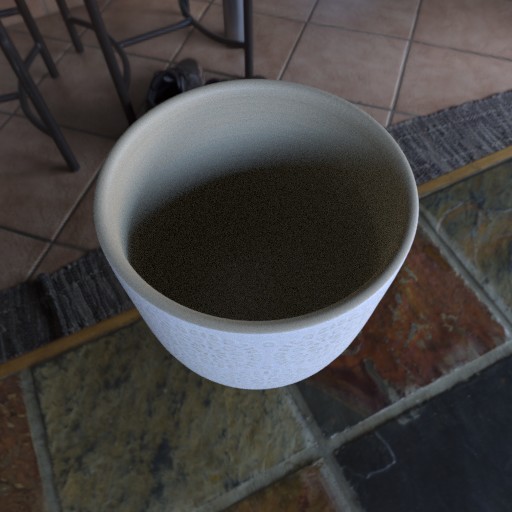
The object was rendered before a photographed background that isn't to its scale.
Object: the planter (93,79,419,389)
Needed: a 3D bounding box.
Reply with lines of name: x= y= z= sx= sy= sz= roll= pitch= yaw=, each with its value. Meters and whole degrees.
planter: x=0.000 y=0.000 z=0.299 sx=0.170 sy=0.152 sz=0.170 roll=0 pitch=59 yaw=0
